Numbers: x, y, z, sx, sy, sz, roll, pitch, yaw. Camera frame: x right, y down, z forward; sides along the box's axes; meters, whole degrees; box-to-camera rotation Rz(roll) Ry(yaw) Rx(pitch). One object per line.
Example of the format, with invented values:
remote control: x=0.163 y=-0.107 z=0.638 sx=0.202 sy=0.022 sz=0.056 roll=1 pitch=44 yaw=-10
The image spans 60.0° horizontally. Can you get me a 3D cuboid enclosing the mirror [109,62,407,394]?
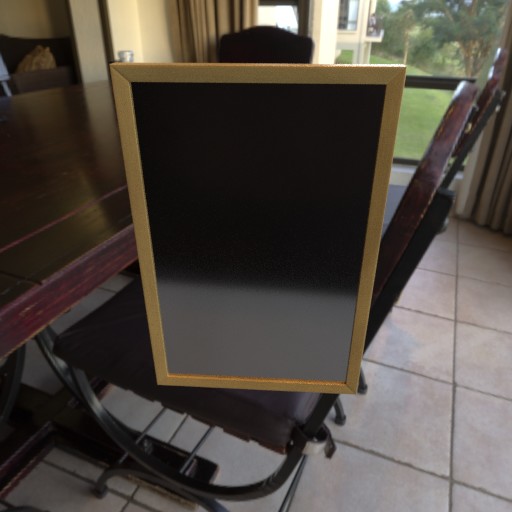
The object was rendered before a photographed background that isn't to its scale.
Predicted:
mirror: x=0.000 y=0.000 z=1.146 sx=0.609 sy=0.915 sz=0.040 roll=2 pitch=29 yaw=3
